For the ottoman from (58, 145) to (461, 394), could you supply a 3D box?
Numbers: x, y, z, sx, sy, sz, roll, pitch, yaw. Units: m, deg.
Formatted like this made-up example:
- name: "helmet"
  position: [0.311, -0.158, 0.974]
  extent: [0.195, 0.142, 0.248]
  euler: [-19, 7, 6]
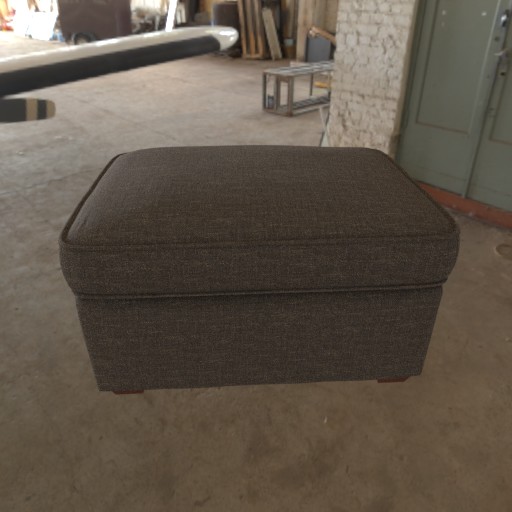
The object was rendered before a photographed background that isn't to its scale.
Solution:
- name: "ottoman"
  position: [0.000, 0.000, 1.088]
  extent: [0.749, 0.450, 0.549]
  euler: [-2, 31, -3]
